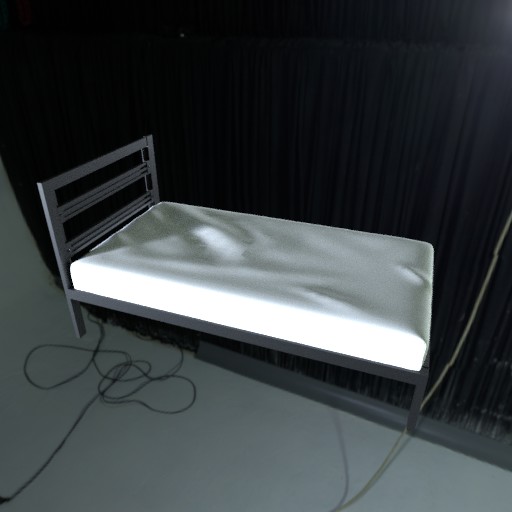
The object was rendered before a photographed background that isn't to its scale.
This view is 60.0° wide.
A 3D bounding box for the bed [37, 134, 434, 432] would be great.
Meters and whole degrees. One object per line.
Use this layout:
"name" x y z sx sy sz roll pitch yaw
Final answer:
"bed" 0.000 0.000 2.510 1.930 0.967 0.991 10 31 18
